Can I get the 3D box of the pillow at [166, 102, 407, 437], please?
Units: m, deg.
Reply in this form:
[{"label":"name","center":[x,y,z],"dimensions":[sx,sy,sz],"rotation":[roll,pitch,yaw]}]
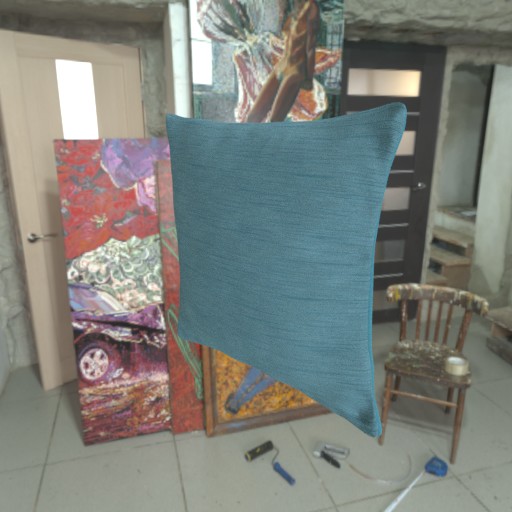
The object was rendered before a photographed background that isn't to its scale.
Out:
[{"label":"pillow","center":[0.000,0.000,0.658],"dimensions":[0.433,0.415,0.151],"rotation":[15,21,42]}]
